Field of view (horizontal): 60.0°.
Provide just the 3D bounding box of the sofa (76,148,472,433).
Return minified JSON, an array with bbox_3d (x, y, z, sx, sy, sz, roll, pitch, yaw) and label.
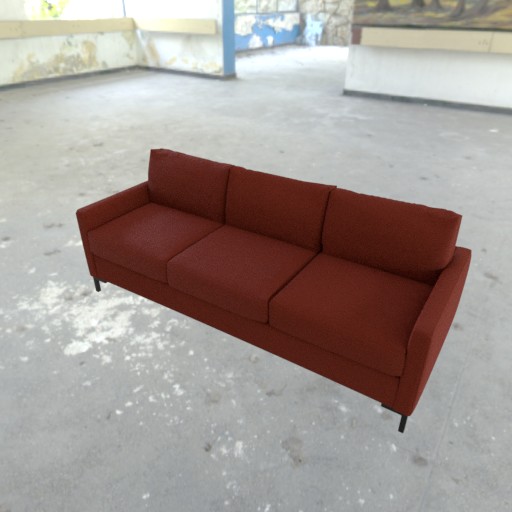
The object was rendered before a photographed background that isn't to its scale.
[{"bbox_3d":[0.000,0.000,2.685,2.252,0.879,0.875,18,35,28],"label":"sofa"}]
